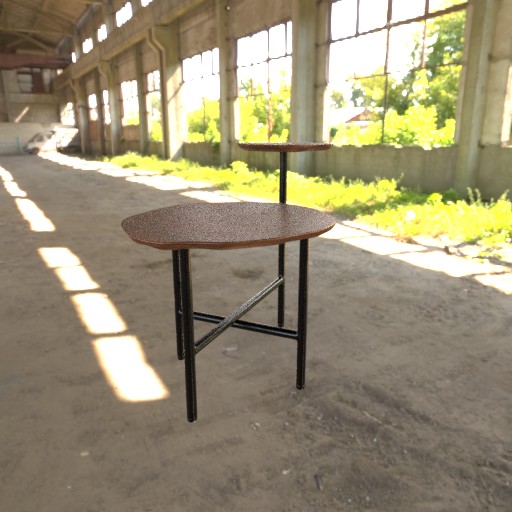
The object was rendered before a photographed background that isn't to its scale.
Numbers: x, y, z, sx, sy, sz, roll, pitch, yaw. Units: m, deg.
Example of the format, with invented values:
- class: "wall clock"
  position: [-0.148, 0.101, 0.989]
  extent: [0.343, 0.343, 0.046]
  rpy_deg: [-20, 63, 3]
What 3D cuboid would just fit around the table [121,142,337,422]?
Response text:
- class: "table"
  position: [0.000, 0.000, 1.109]
  extent: [0.442, 0.538, 0.759]
  rpy_deg: [7, 17, 24]
